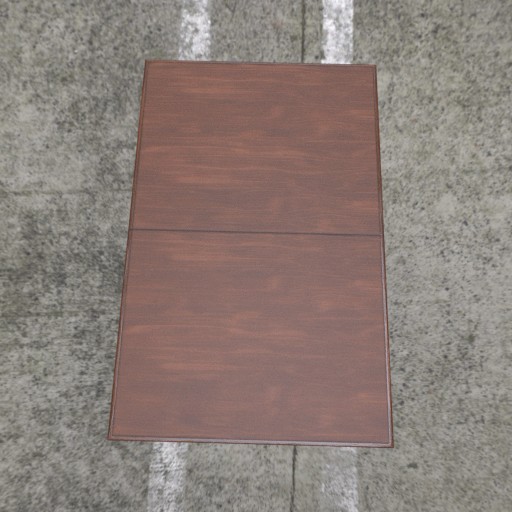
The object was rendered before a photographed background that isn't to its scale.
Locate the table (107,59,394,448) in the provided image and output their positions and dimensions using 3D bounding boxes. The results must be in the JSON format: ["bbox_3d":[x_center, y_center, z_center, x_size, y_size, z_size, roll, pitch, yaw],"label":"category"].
[{"bbox_3d":[0.000,0.000,2.074,0.990,0.761,1.524,1,76,0],"label":"table"}]
